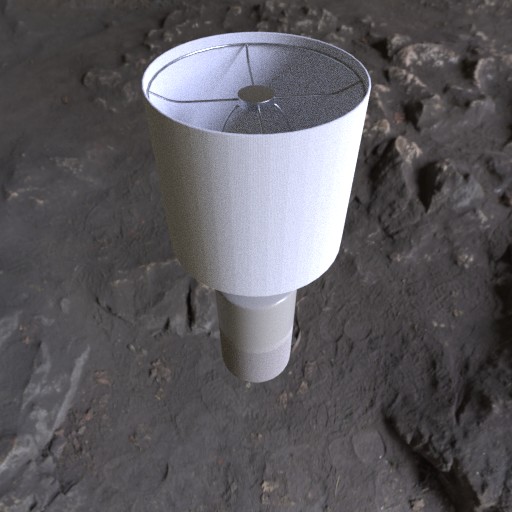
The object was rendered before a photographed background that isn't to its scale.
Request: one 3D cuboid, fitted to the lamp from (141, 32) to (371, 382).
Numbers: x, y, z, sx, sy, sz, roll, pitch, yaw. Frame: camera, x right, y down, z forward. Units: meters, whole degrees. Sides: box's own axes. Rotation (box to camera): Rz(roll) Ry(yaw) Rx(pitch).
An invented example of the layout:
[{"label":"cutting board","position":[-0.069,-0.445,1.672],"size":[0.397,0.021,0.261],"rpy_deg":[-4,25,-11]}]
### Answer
[{"label":"lamp","position":[0.000,0.000,0.593],"size":[0.212,0.493,0.212],"rpy_deg":[-4,47,-4]}]
